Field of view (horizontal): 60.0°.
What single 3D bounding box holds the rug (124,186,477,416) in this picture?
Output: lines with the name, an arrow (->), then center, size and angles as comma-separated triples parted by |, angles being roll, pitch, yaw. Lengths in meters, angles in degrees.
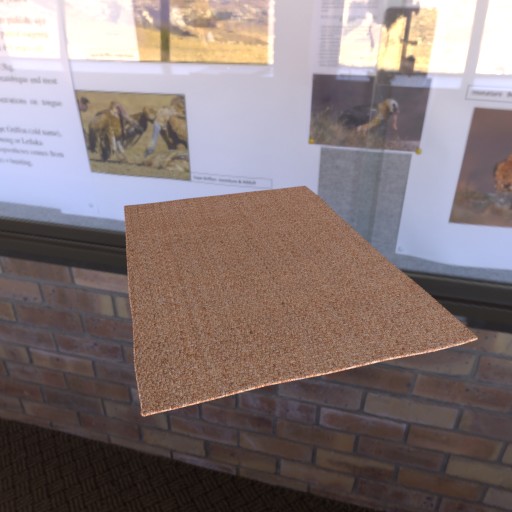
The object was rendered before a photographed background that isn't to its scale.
rug -> 0.000, 0.000, 2.747 | 1.566, 0.013, 2.141 | -8, 30, -15
